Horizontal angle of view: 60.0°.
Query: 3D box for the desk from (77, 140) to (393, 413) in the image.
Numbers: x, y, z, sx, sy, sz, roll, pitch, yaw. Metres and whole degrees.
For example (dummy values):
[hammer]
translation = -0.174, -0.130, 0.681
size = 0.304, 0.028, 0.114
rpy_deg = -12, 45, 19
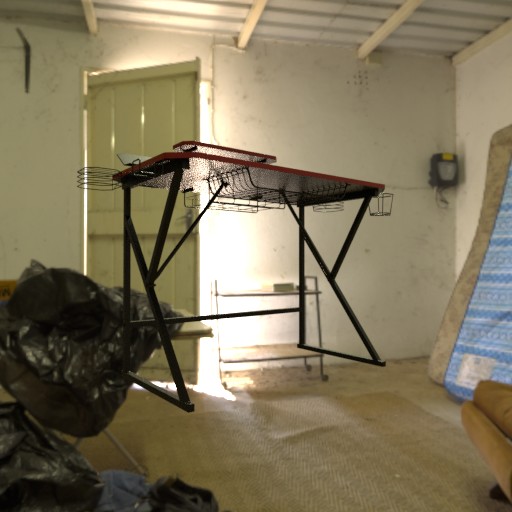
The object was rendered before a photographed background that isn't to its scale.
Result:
[desk]
translation = 0.000, 0.000, 1.777
size = 1.280, 0.913, 0.588
rpy_deg = 1, -1, -38
